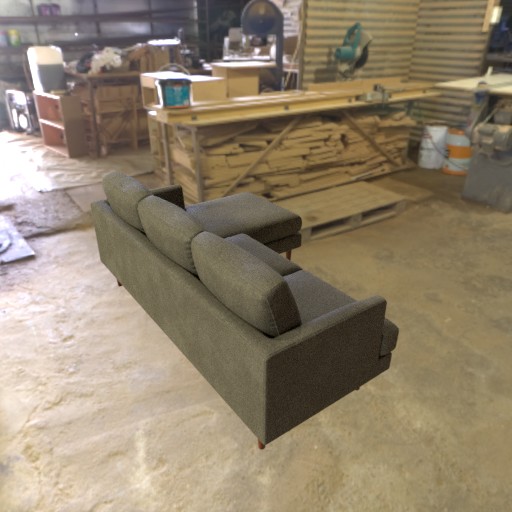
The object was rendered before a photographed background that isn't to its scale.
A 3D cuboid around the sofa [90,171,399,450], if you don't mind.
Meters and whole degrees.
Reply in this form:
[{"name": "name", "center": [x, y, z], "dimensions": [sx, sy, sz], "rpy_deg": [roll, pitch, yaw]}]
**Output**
[{"name": "sofa", "center": [0.000, 0.000, 3.053], "dimensions": [1.504, 0.956, 2.233], "rpy_deg": [-18, 33, -31]}]
